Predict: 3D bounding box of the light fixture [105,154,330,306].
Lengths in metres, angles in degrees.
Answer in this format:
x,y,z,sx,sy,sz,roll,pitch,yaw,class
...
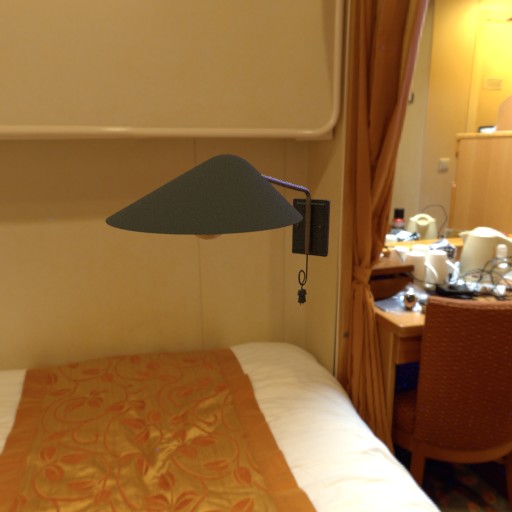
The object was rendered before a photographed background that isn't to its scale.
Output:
x,y,z,sx,sy,sz,roll,pitch,yaw,class
0.000,0.000,0.692,0.240,0.312,0.516,7,15,26,light fixture
